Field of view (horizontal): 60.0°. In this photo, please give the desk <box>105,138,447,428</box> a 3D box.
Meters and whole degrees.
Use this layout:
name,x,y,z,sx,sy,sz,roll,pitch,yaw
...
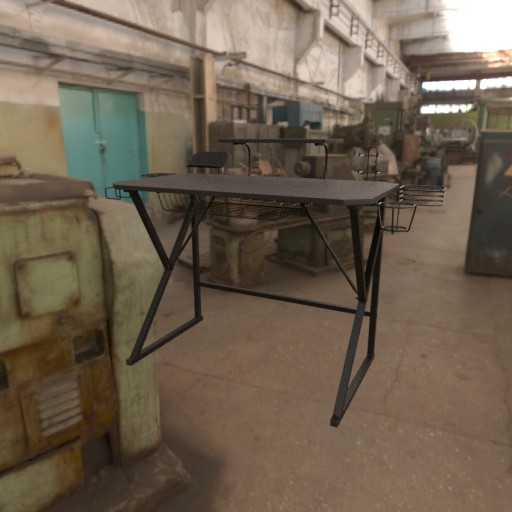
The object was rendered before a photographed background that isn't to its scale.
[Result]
name,x,y,z,sx,sy,sz,roll,pitch,yaw
desk,0.000,0.000,1.728,1.290,0.880,0.580,8,17,26
